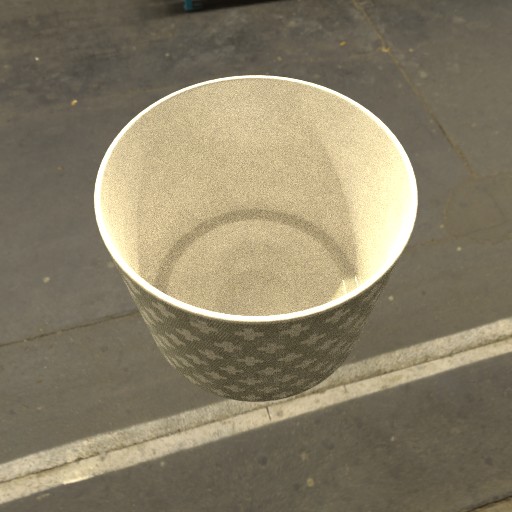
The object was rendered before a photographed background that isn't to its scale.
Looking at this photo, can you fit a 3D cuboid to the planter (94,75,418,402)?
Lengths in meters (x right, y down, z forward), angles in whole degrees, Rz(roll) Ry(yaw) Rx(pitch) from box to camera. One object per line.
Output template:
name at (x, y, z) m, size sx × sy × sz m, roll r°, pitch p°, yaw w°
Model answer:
planter at (0.000, 0.000, 0.449) m, size 0.250 × 0.239 × 0.250 m, roll 0°, pitch 58°, yaw 0°
